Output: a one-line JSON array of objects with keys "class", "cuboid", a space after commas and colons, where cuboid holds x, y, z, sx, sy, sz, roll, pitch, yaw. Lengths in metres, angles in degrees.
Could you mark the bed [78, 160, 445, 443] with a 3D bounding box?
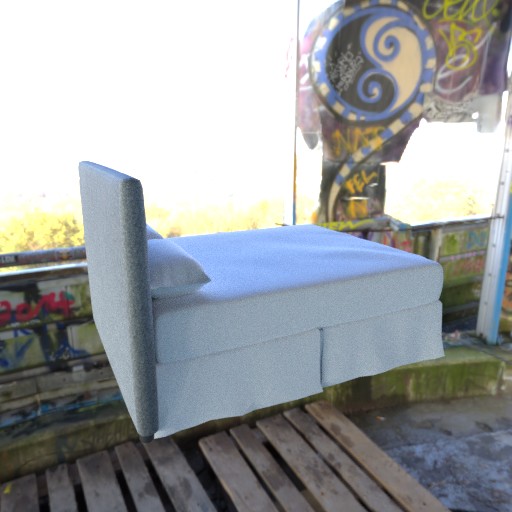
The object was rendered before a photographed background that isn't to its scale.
[{"class": "bed", "cuboid": [0.000, 0.000, 3.172, 2.142, 1.330, 1.723, -8, 17, -26]}]
